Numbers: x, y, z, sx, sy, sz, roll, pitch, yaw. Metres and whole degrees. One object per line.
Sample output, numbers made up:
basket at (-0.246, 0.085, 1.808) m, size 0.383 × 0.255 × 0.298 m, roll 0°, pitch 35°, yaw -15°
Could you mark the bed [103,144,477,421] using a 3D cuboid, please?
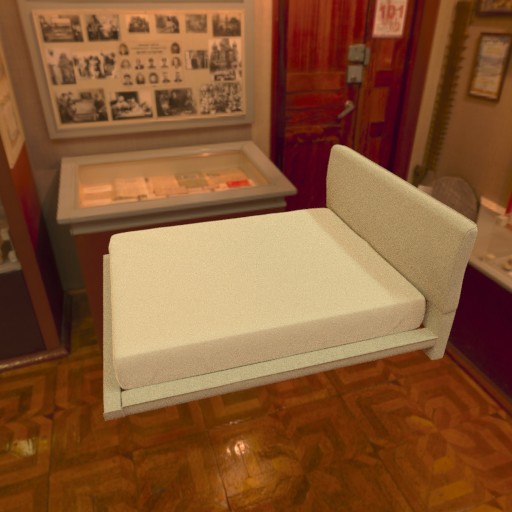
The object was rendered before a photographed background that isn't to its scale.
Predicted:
bed at (0.000, 0.000, 3.599) m, size 2.498 × 1.126 × 1.980 m, roll -8°, pitch 31°, yaw -14°
